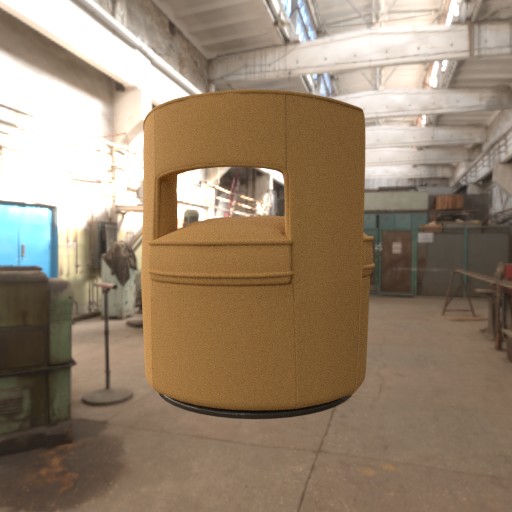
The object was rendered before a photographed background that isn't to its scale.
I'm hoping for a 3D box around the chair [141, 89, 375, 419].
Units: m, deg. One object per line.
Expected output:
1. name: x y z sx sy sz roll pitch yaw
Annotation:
1. chair: 0.000 0.000 1.256 0.650 0.723 0.665 0 1 19
